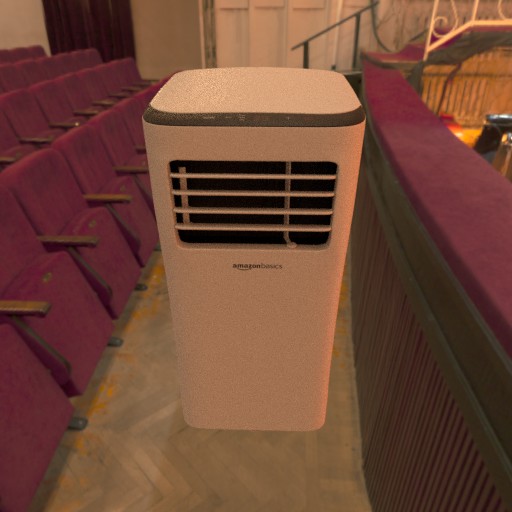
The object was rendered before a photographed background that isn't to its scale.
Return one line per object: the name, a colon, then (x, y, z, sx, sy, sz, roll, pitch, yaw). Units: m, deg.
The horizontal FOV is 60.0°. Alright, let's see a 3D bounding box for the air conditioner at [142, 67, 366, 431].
air conditioner: (0.000, 0.000, 0.948, 0.352, 0.716, 0.369, 1, 28, 2)
